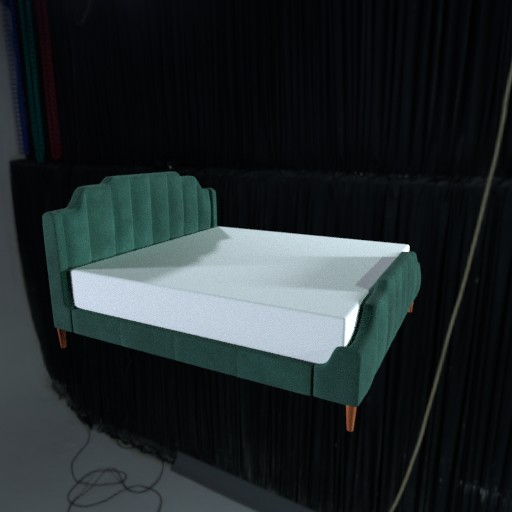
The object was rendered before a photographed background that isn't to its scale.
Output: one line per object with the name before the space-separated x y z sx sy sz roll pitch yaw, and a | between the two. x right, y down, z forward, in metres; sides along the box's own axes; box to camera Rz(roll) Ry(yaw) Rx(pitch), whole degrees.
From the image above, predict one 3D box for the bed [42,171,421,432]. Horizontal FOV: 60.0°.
bed | 0.000 0.000 3.578 2.340 1.245 2.074 7 16 27
